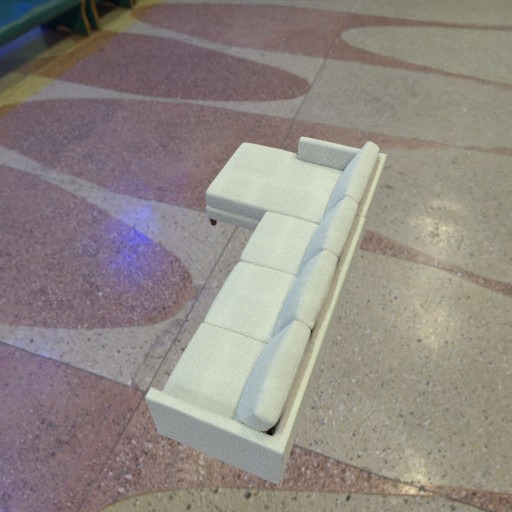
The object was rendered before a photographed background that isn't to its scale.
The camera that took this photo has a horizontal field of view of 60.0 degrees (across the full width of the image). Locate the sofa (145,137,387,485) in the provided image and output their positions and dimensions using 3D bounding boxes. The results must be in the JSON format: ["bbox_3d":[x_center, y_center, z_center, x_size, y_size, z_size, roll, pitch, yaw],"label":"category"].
[{"bbox_3d":[0.000,0.000,3.898,1.625,0.861,3.186,17,50,15],"label":"sofa"}]
